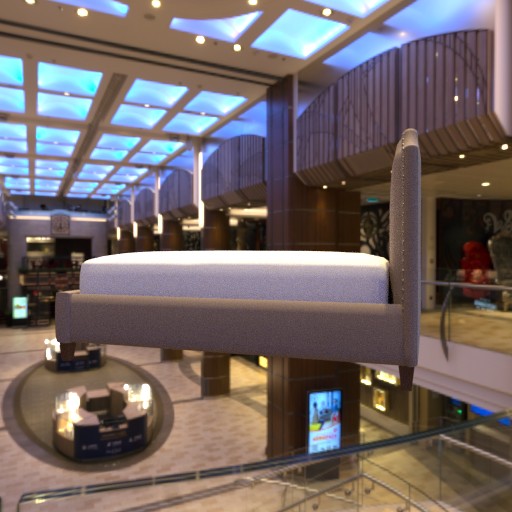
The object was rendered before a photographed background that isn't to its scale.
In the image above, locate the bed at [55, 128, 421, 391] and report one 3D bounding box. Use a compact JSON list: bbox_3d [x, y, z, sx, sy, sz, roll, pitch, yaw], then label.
[{"bbox_3d":[0.000,0.000,3.489,2.372,1.443,1.713,0,0,17],"label":"bed"}]
